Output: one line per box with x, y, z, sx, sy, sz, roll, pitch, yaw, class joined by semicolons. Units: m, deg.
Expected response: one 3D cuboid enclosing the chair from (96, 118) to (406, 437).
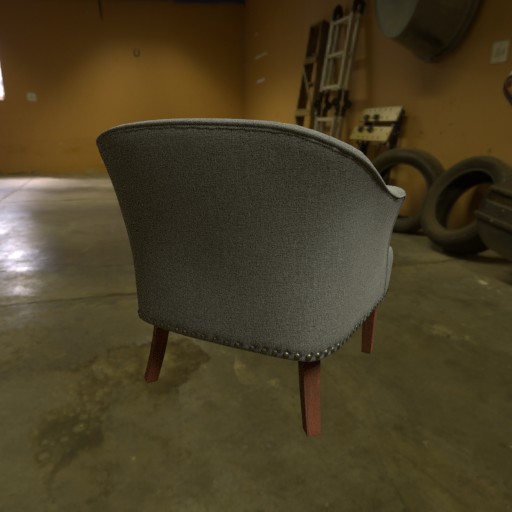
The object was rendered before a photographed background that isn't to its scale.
0.000;0.000;1.389;0.798;0.815;0.704;9;18;27;chair
